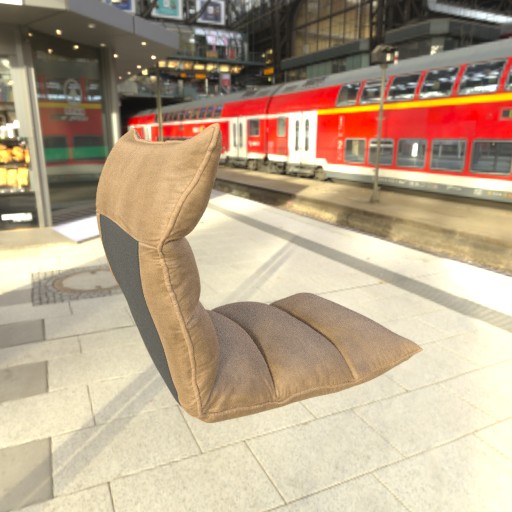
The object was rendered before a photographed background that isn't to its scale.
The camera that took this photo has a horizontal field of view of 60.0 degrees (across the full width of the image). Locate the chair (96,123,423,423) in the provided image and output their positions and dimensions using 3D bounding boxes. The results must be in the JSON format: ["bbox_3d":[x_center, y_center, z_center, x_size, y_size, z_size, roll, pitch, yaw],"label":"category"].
[{"bbox_3d":[0.000,0.000,1.587,0.985,0.892,0.714,-8,17,-26],"label":"chair"}]
